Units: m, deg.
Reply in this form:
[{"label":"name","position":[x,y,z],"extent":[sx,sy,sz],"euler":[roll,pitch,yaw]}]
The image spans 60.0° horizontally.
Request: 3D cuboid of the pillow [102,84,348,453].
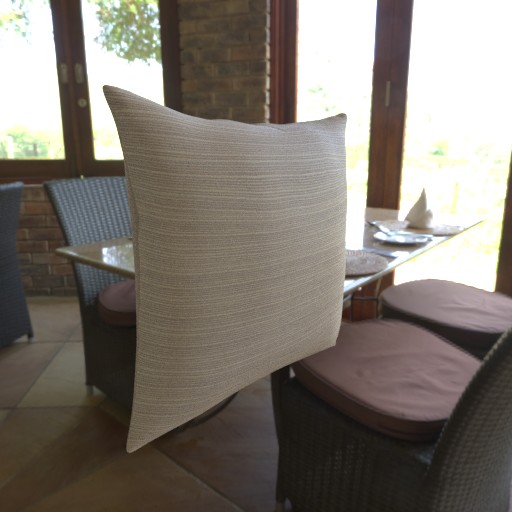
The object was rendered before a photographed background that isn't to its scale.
[{"label":"pillow","position":[0.000,0.000,0.746],"extent":[0.204,0.497,0.512],"euler":[13,19,43]}]
